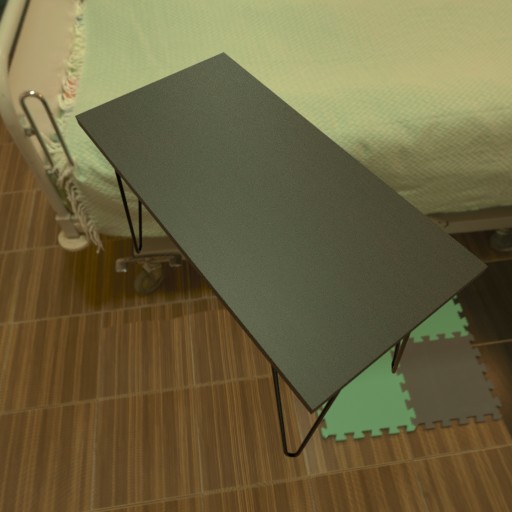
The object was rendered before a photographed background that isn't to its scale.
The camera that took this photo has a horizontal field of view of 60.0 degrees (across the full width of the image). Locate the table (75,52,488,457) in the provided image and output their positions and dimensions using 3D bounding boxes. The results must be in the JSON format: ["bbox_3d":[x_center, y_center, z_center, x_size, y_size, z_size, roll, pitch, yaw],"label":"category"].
[{"bbox_3d":[0.000,0.000,1.360,0.499,0.660,0.991,-32,62,-19],"label":"table"}]
